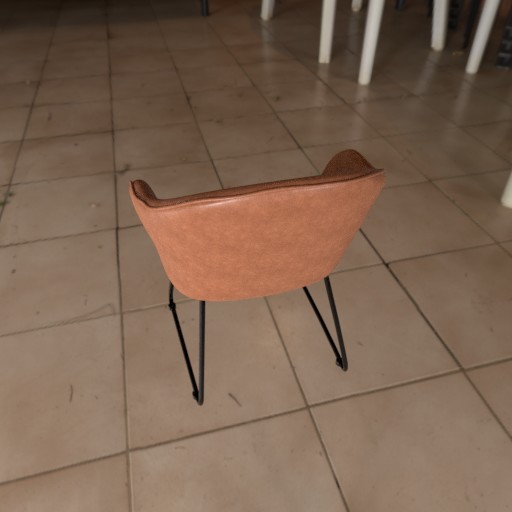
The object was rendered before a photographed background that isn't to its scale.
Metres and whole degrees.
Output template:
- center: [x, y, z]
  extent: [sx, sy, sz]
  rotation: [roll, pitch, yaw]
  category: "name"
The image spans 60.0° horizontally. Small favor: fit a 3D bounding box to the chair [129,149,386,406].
- center: [0.000, 0.000, 1.194]
  extent: [0.582, 0.785, 0.580]
  rotation: [-11, 42, -12]
  category: "chair"
